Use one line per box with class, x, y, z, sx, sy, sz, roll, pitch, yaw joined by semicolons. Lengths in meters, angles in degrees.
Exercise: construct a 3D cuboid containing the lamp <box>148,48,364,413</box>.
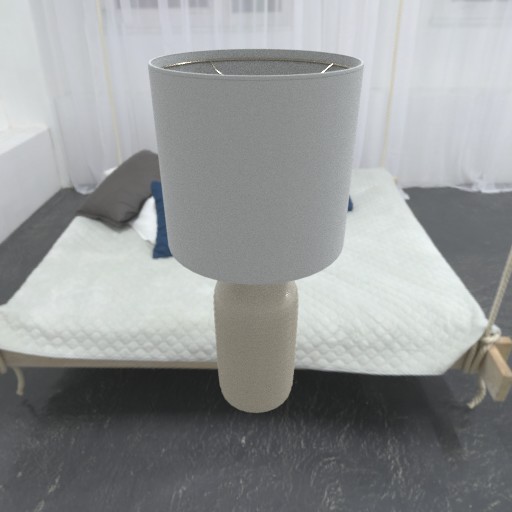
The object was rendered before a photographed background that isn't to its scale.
lamp;0.000;0.000;0.582;0.220;0.475;0.220;-10;32;-16
